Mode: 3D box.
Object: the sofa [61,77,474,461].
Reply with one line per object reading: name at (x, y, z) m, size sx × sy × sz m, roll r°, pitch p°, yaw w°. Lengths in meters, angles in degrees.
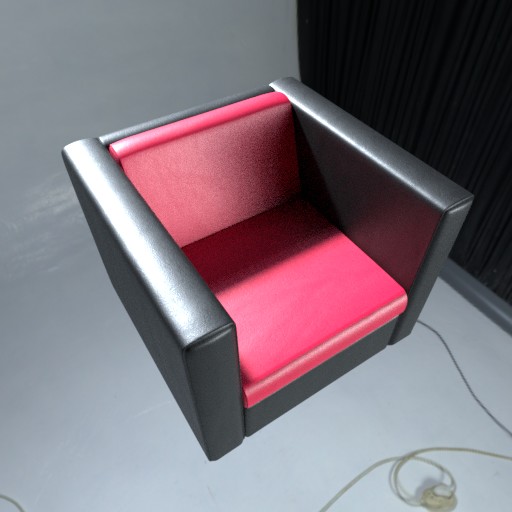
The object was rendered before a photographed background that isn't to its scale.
sofa at (0.000, 0.000, 1.449) m, size 0.839 × 0.724 × 0.809 m, roll -25°, pitch 52°, yaw -22°
